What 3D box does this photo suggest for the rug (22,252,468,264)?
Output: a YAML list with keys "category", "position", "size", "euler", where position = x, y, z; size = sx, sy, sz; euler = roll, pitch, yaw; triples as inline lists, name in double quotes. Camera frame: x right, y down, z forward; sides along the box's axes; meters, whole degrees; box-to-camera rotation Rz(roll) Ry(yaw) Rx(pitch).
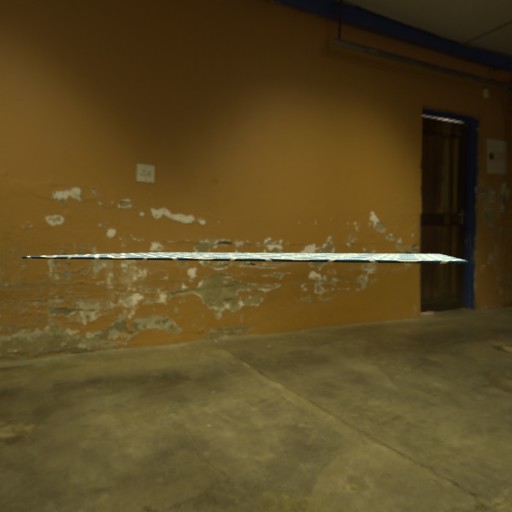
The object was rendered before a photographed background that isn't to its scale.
- category: "rug"
  position: [0.000, 0.000, 2.170]
  size: [1.753, 0.010, 1.143]
  euler: [0, 1, 19]
